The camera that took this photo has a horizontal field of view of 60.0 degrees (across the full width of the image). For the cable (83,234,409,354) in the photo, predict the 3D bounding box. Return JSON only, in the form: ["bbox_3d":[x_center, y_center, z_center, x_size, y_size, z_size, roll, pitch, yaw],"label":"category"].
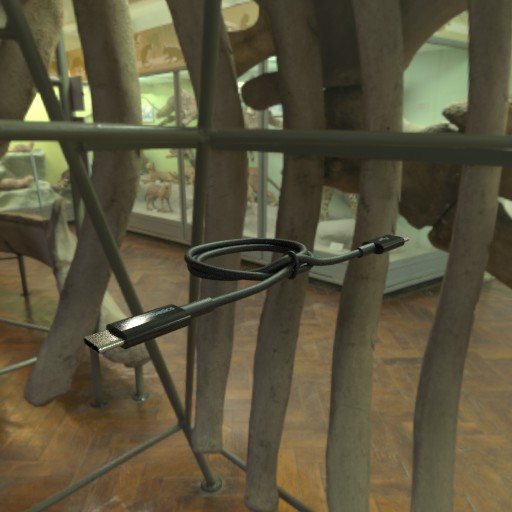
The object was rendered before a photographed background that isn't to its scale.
[{"bbox_3d":[0.000,0.000,0.227,0.070,0.014,0.203,15,22,42],"label":"cable"}]
